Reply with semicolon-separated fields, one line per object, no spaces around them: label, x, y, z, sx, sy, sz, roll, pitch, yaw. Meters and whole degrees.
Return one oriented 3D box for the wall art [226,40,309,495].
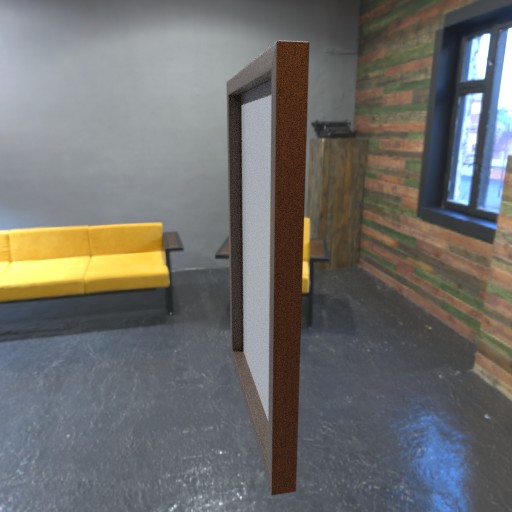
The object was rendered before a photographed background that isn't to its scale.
wall art;0.000;0.000;0.646;0.032;0.510;0.358;-3;16;-11
